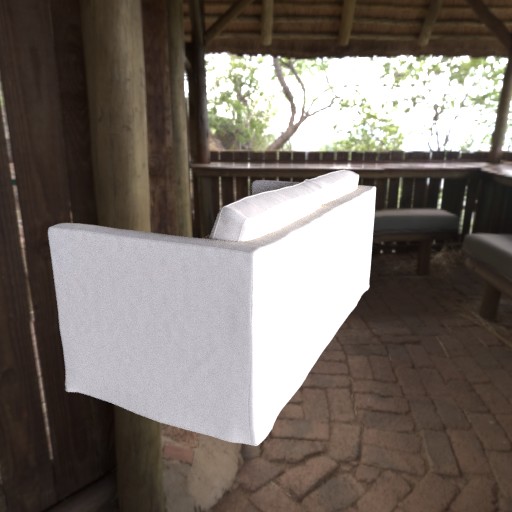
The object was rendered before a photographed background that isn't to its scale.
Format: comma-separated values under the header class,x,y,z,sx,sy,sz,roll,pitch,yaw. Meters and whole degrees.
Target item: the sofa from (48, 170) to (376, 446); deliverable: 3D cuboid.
class,x,y,z,sx,sy,sz,roll,pitch,yaw
sofa,0.000,0.000,2.485,0.940,0.870,1.987,7,17,25
